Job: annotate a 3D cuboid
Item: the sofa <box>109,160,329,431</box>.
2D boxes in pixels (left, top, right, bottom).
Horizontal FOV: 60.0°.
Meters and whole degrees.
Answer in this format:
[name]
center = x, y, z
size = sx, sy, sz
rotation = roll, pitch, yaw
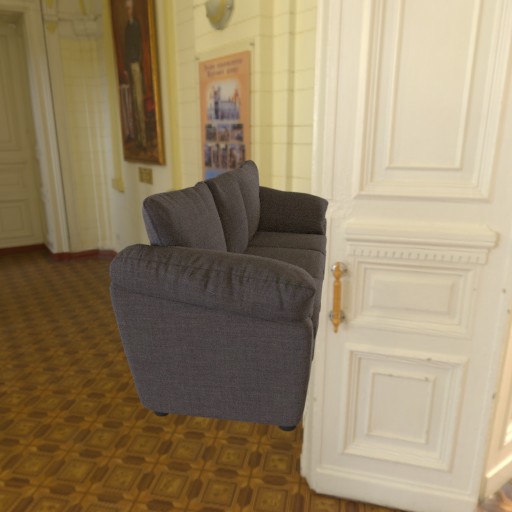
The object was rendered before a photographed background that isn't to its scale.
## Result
[sofa]
center = 0.000, 0.000, 2.880
size = 0.883, 1.080, 2.336
rotation = 3, 17, 10
